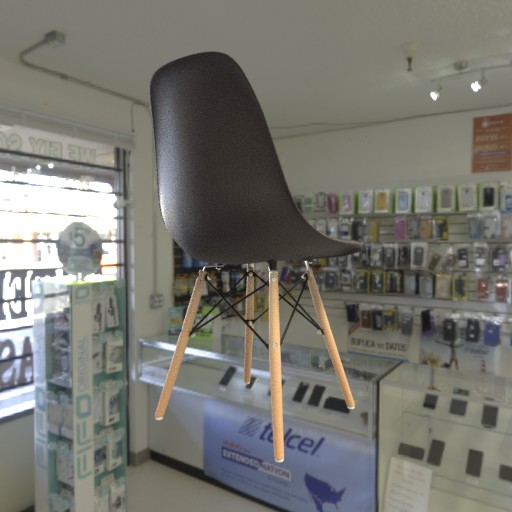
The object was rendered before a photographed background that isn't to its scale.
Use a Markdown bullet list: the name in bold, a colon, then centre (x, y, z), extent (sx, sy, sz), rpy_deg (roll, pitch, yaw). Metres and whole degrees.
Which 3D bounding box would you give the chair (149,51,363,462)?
- **chair**: centre (0.000, 0.000, 1.136), extent (0.470, 0.825, 0.533), rpy_deg (1, 2, 36)
